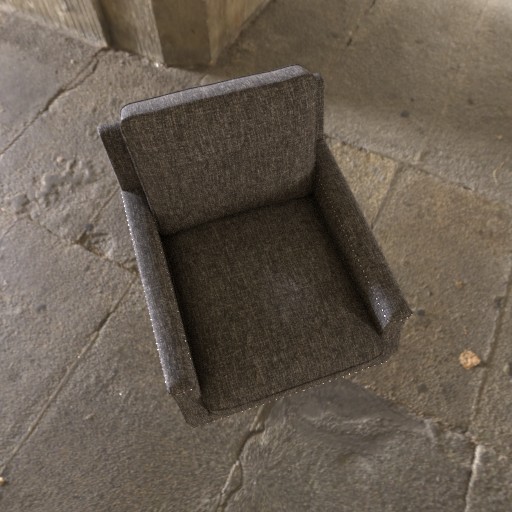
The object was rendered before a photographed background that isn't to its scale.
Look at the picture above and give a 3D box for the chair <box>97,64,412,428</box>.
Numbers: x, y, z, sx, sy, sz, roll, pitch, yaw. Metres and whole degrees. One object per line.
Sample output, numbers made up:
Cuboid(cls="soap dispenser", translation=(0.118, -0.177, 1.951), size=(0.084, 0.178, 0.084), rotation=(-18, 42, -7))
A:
Cuboid(cls="chair", translation=(0.000, 0.000, 1.689), size=(0.853, 0.943, 1.014), rotation=(-16, 65, -8))
